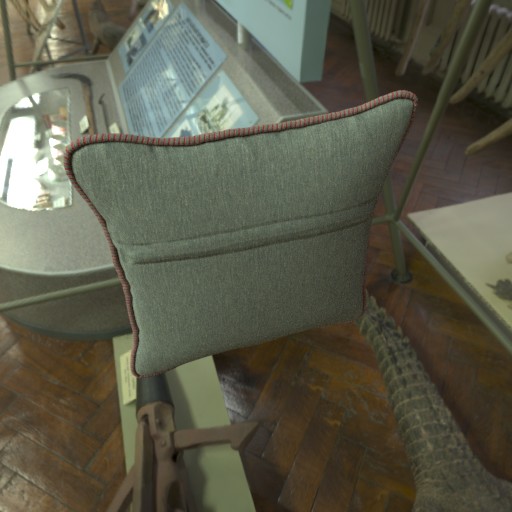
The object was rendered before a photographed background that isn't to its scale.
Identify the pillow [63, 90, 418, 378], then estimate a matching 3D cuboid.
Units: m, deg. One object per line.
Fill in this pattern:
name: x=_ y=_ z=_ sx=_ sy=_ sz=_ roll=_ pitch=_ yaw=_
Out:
pillow: x=0.000 y=0.000 z=0.724 sx=0.482 sy=0.491 sz=0.124 roll=-12 pitch=43 yaw=-13
